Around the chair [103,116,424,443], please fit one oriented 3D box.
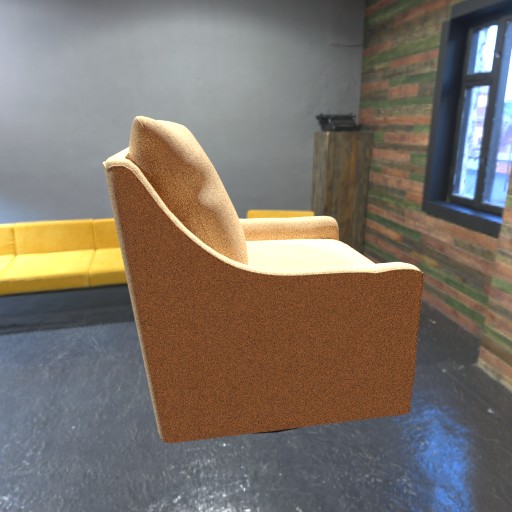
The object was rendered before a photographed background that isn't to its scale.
[{"bbox_3d":[0.000,0.000,1.557,0.876,0.927,0.760,-3,17,-10],"label":"chair"}]
